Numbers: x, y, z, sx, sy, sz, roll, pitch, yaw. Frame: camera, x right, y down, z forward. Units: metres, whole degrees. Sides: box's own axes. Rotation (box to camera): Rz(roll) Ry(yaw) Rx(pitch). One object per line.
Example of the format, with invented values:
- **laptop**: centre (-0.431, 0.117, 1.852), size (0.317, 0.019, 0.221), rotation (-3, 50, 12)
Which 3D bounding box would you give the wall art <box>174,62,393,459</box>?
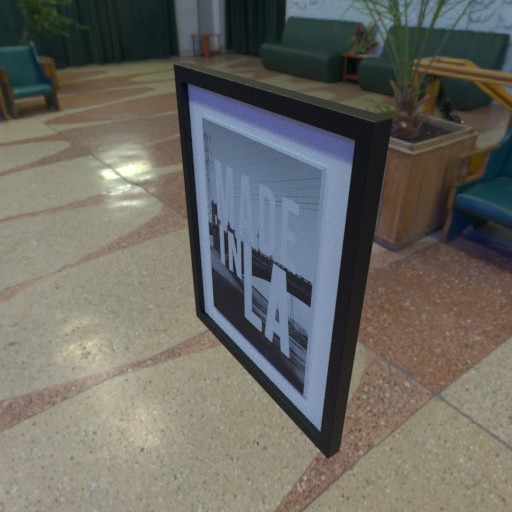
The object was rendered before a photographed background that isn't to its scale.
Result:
- **wall art**: centre (0.000, 0.000, 0.758), size (0.028, 0.559, 0.457), rotation (-20, 37, -29)
